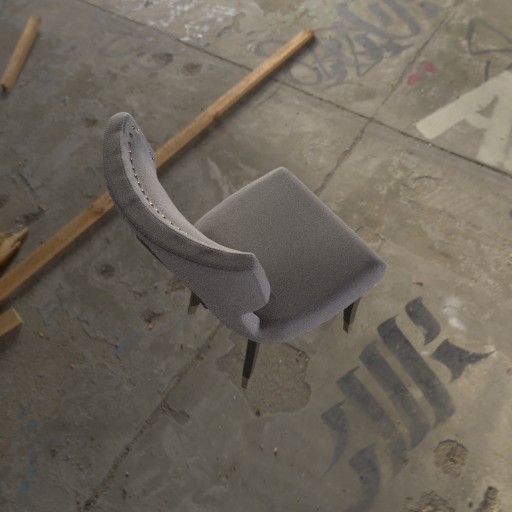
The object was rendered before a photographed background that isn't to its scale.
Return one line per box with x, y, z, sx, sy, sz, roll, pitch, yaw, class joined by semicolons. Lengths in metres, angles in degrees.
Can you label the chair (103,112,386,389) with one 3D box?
0.000;0.000;1.321;0.630;0.950;0.526;-33;64;-18;chair
